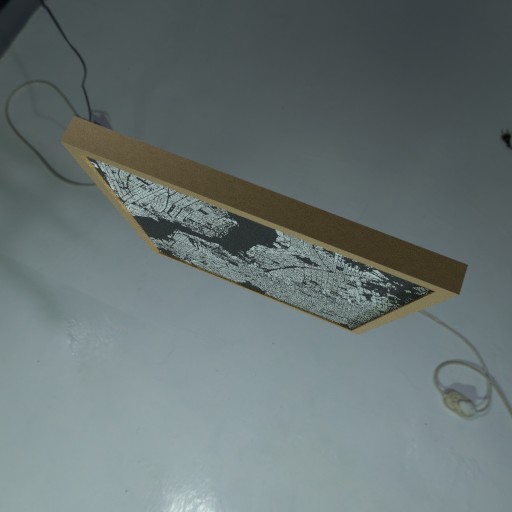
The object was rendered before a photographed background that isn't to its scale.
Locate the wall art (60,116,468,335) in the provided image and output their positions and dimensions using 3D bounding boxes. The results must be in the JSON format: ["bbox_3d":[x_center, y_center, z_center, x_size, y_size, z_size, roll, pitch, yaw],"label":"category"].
[{"bbox_3d":[0.000,0.000,1.951,1.284,1.284,0.095,22,76,6],"label":"wall art"}]
